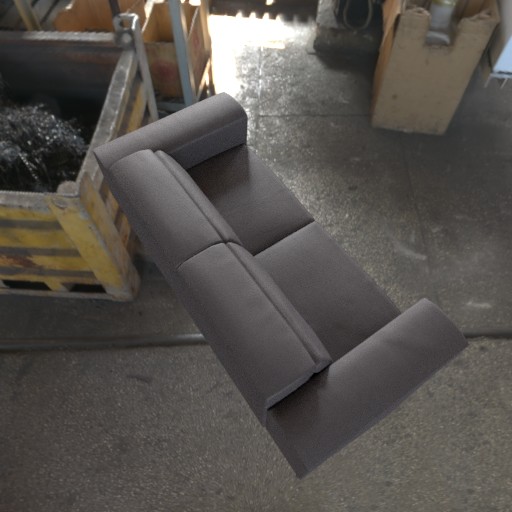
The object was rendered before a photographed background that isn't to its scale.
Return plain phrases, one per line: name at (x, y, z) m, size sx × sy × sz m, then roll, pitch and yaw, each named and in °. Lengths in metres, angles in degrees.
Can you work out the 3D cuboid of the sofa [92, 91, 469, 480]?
sofa at (0.000, 0.000, 2.755) m, size 1.048 × 0.814 × 2.330 m, roll -30°, pitch 64°, yaw -17°
